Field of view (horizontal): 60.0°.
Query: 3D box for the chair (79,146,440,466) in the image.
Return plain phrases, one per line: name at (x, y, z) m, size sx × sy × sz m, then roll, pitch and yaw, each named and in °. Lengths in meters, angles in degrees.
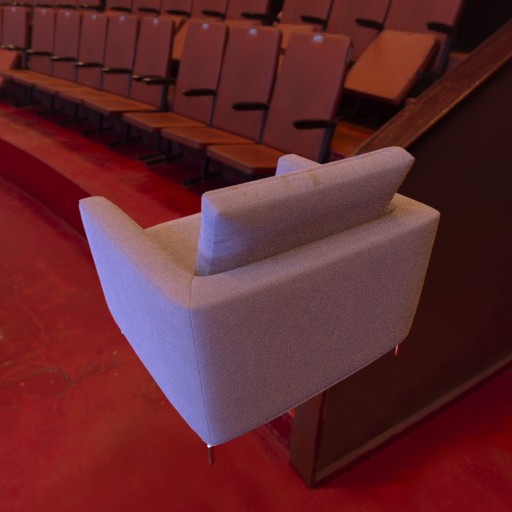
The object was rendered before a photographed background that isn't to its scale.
chair at (0.000, 0.000, 1.682) m, size 1.041 × 0.864 × 0.889 m, roll -19°, pitch 35°, yaw -30°
